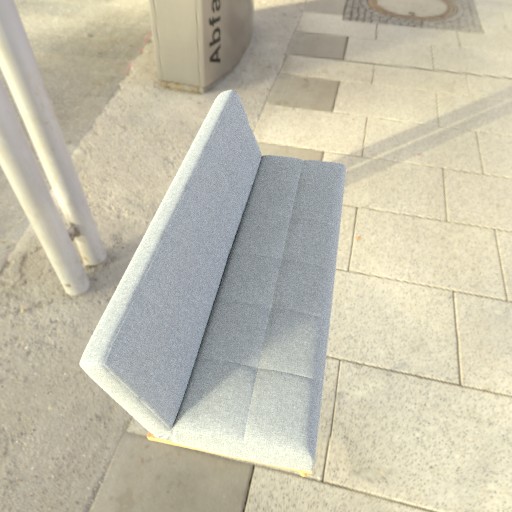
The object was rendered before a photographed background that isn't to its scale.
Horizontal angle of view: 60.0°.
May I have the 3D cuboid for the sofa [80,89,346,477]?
[{"bbox_3d":[0.000,0.000,2.200,0.800,0.800,1.820,8,48,8],"label":"sofa"}]
